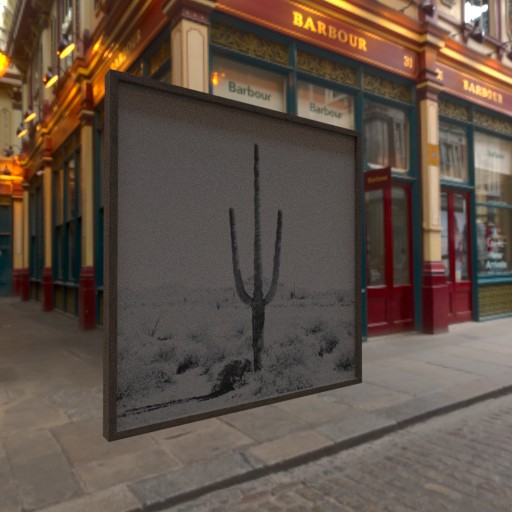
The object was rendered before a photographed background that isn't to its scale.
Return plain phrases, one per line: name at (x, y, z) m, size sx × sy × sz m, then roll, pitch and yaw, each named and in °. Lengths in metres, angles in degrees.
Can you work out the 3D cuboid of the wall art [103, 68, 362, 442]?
wall art at (0.000, 0.000, 1.141) m, size 0.762 × 0.762 × 0.038 m, roll 1°, pitch -1°, yaw -36°
